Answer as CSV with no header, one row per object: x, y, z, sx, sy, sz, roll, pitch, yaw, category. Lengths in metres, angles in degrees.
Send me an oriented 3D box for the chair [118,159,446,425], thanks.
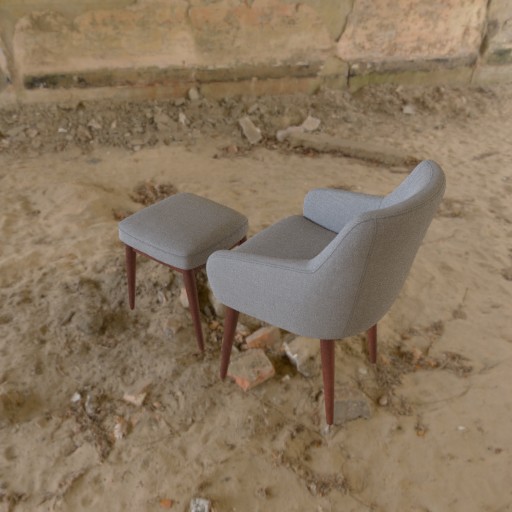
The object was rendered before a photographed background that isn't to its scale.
0.000,0.000,1.560,1.107,0.799,0.584,22,39,30,chair
